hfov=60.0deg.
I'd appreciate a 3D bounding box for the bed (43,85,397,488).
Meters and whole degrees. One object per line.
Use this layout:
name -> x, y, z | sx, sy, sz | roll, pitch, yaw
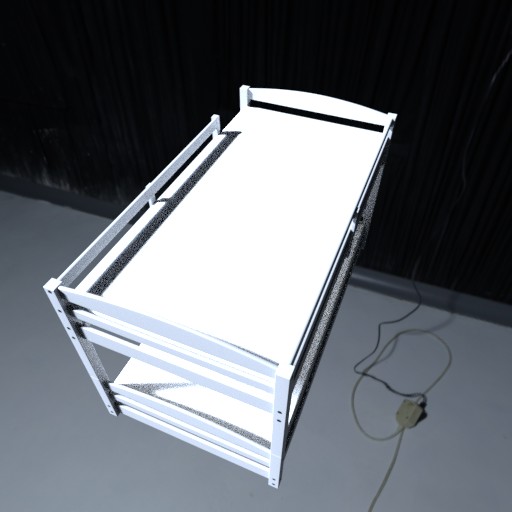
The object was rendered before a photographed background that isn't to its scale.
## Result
bed -> 0.000, 0.000, 2.718 | 1.105, 1.206, 2.013 | 17, 48, 16
